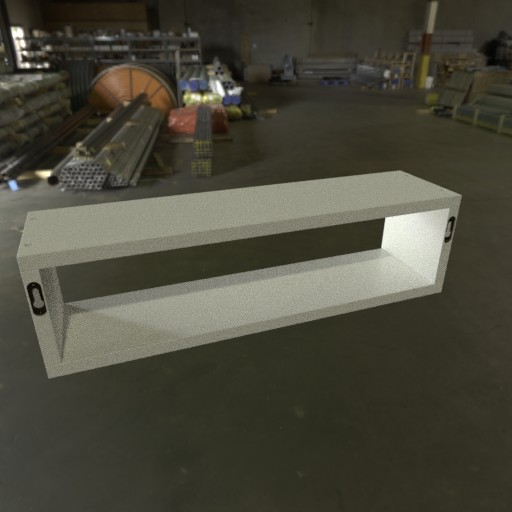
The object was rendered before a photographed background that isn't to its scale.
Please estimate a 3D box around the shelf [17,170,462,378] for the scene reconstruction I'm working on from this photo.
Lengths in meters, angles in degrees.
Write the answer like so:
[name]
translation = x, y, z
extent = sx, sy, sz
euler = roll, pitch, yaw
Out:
[shelf]
translation = 0.000, 0.000, 0.676
extent = 0.610, 0.170, 0.150
euler = -9, 28, -18
